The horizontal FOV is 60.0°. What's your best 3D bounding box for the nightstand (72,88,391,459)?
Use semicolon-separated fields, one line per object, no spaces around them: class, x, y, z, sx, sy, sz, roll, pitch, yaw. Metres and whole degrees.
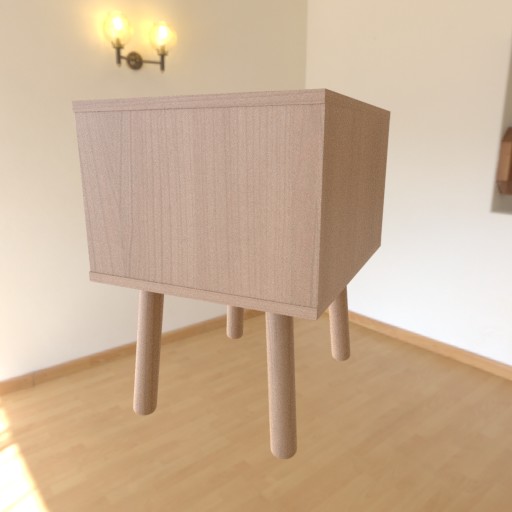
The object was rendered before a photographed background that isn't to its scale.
nightstand;0.000;0.000;0.830;0.380;0.530;0.450;7;16;24
